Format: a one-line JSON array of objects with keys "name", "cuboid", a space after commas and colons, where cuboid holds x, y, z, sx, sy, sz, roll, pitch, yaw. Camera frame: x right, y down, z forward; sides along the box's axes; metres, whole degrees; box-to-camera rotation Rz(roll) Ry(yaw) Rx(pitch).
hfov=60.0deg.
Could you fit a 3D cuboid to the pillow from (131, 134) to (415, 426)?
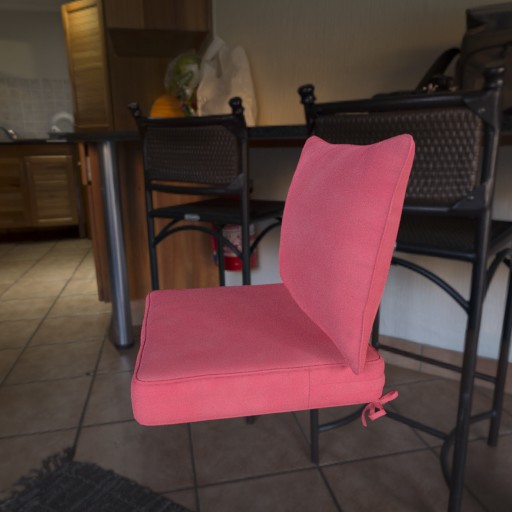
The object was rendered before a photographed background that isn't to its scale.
[{"name": "pillow", "cuboid": [0.000, 0.000, 1.373, 0.733, 0.725, 0.798, -3, 15, -10]}]
